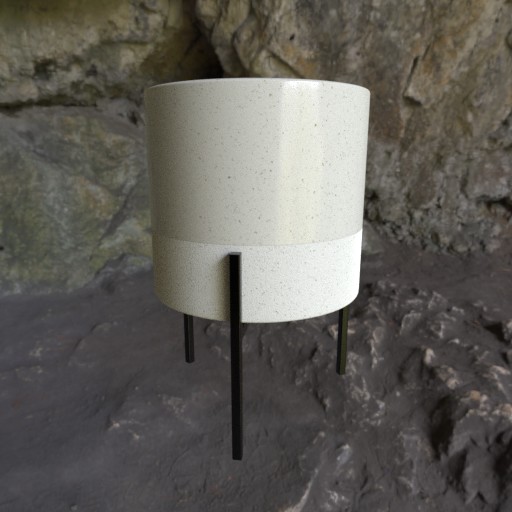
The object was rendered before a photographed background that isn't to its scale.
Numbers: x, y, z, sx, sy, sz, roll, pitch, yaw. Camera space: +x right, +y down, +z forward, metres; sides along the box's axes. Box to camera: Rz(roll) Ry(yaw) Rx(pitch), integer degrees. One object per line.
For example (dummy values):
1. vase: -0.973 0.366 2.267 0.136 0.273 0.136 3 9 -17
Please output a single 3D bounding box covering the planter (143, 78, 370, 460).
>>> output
1. planter: 0.000 0.000 0.331 0.152 0.230 0.159 2 14 9
